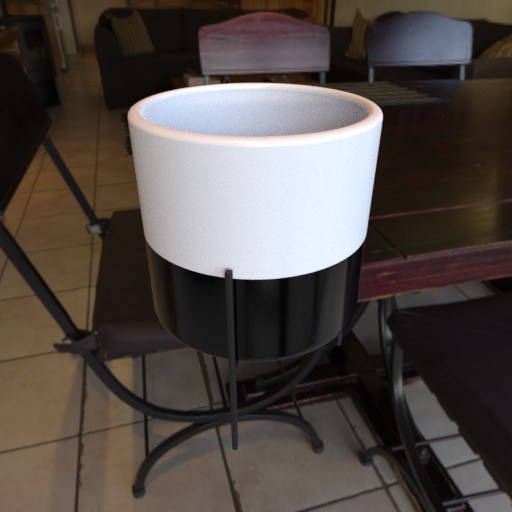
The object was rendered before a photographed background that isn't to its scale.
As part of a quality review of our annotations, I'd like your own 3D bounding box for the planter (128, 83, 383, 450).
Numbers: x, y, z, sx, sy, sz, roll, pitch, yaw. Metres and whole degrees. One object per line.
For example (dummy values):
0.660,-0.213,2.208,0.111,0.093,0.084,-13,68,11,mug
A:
0.000,0.000,0.648,0.310,0.432,0.310,-20,36,-29,planter
